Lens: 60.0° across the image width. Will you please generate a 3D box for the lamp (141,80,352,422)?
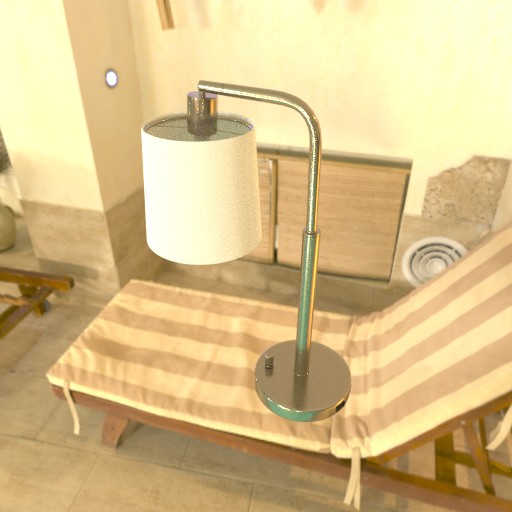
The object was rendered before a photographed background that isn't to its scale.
[{"bbox_3d":[0.000,0.000,0.662,0.333,0.489,0.171,9,33,15],"label":"lamp"}]
